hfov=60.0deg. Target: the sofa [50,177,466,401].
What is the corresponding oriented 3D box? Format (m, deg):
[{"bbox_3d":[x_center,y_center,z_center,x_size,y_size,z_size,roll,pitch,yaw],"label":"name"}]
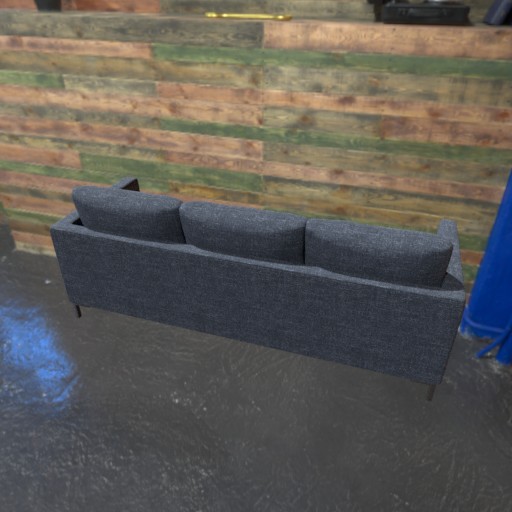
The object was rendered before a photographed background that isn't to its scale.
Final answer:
[{"bbox_3d":[0.000,0.000,2.681,2.218,0.874,0.859,10,33,15],"label":"sofa"}]
